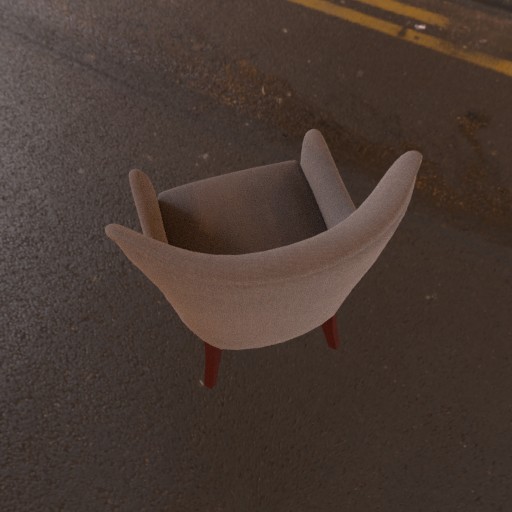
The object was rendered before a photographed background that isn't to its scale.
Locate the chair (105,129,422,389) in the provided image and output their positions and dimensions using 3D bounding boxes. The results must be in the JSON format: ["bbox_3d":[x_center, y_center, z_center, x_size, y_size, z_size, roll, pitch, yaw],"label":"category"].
[{"bbox_3d":[0.000,0.000,1.424,0.732,0.948,0.677,-15,59,-9],"label":"chair"}]
